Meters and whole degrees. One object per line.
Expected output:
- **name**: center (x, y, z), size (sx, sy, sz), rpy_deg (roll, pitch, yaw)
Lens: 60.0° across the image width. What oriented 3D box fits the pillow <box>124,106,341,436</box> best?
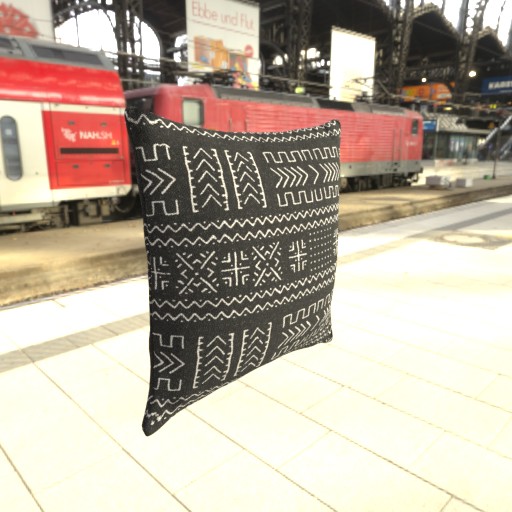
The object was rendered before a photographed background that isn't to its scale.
- **pillow**: center (0.000, 0.000, 0.696), size (0.164, 0.430, 0.438), rpy_deg (13, 19, 42)
